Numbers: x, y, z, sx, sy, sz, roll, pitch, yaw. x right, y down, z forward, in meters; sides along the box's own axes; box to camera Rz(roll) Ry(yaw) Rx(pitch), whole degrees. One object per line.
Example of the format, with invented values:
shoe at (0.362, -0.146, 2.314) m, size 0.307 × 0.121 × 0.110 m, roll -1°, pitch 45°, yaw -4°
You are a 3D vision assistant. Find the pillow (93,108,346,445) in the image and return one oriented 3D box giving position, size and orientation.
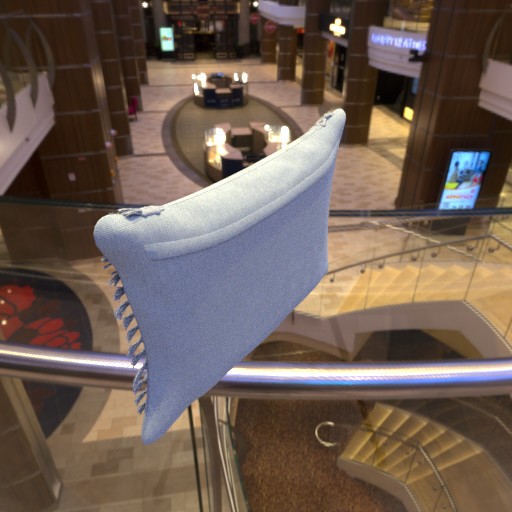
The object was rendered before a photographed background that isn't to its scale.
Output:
pillow at (0.000, 0.000, 0.601) m, size 0.084 × 0.305 × 0.466 m, roll 21°, pitch 38°, yaw 29°
